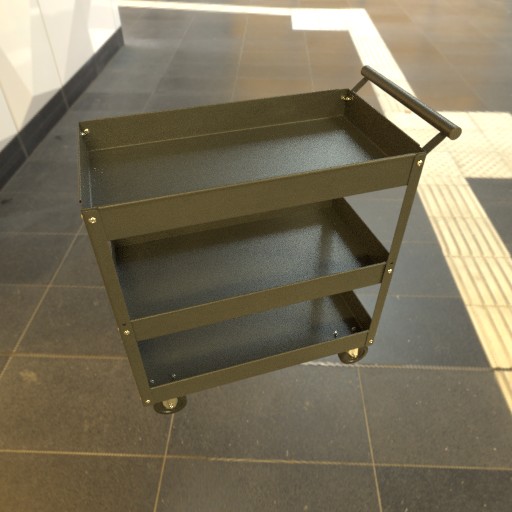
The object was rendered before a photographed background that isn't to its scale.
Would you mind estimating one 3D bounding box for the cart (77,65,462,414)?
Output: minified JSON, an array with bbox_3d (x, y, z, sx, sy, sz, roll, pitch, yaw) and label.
[{"bbox_3d":[0.000,0.000,1.156,0.719,0.780,0.366,-12,43,-13],"label":"cart"}]
